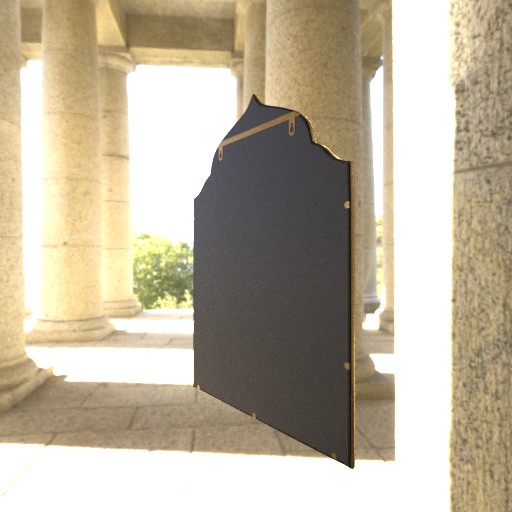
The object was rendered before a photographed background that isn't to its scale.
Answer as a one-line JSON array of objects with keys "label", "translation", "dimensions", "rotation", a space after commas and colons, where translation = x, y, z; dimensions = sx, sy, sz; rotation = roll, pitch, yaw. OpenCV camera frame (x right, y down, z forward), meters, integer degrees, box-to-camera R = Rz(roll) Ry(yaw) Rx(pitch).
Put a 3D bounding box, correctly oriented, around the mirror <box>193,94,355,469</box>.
[{"label": "mirror", "translation": [0.000, 0.000, 0.871], "dimensions": [0.018, 0.635, 0.513], "rotation": [0, 0, -35]}]
